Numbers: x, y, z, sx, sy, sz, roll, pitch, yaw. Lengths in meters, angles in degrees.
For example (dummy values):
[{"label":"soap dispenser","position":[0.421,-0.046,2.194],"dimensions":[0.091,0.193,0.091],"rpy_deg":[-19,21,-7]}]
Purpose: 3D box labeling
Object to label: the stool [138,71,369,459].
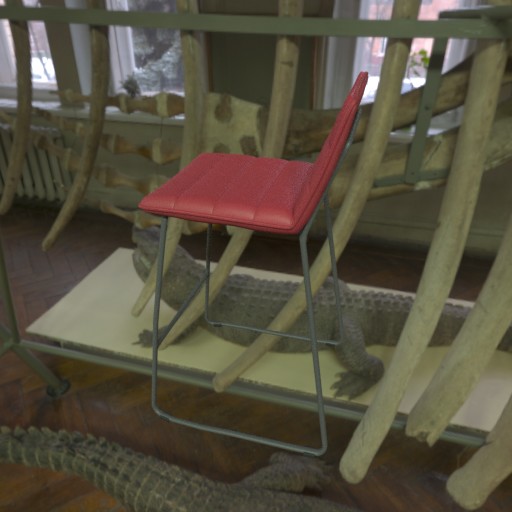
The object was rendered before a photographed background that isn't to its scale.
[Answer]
[{"label":"stool","position":[0.000,0.000,1.233],"dimensions":[0.524,0.937,0.489],"rpy_deg":[8,31,13]}]
